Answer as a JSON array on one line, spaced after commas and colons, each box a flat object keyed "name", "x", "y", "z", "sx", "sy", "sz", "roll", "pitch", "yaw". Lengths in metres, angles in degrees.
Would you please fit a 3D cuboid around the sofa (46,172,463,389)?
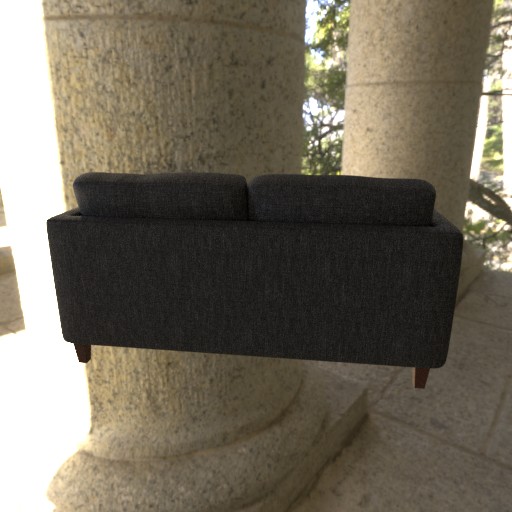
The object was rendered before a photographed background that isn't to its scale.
[{"name": "sofa", "x": 0.000, "y": 0.000, "z": 2.449, "sx": 1.884, "sy": 0.963, "sz": 0.950, "roll": 2, "pitch": 17, "yaw": 7}]
